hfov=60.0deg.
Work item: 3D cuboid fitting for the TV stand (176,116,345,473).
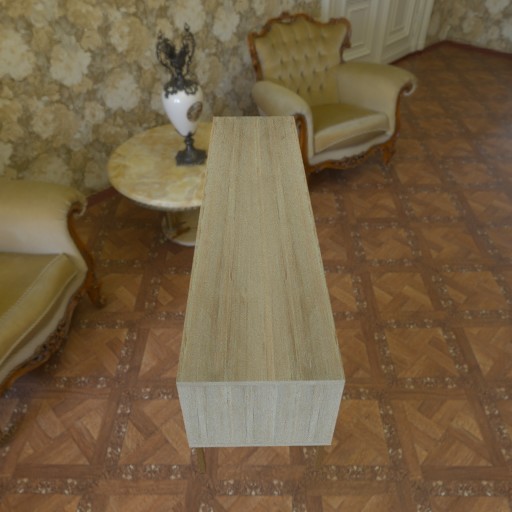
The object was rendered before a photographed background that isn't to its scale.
[{"bbox_3d":[0.000,0.000,1.885,0.420,0.550,1.600,-1,40,-1],"label":"TV stand"}]
